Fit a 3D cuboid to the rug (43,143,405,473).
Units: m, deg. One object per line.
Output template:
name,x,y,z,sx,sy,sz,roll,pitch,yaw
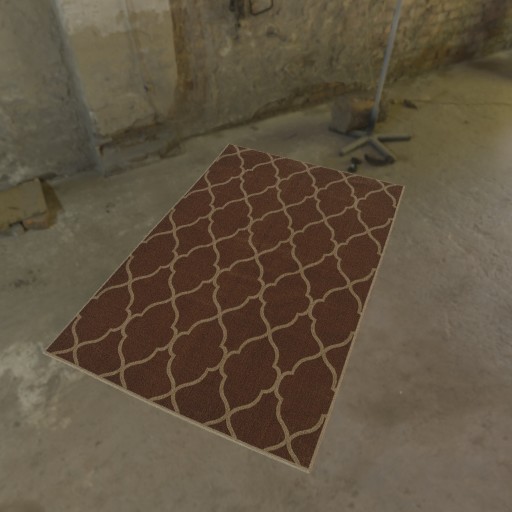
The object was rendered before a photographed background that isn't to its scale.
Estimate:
rug,0.000,0.000,2.901,1.528,0.014,2.294,17,48,16
